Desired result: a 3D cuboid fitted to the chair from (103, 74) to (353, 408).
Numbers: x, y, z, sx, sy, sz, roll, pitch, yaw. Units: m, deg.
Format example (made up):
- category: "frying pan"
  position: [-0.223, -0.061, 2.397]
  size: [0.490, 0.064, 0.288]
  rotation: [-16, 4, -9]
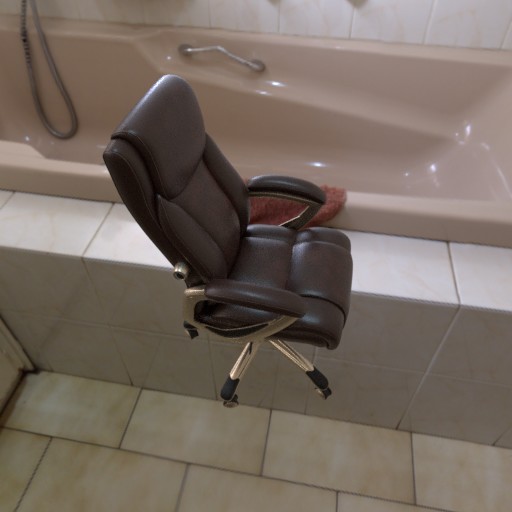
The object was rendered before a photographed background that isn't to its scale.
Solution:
- category: "chair"
  position: [0.000, 0.000, 1.679]
  size: [0.749, 1.194, 0.692]
  rotation: [9, 46, 9]
